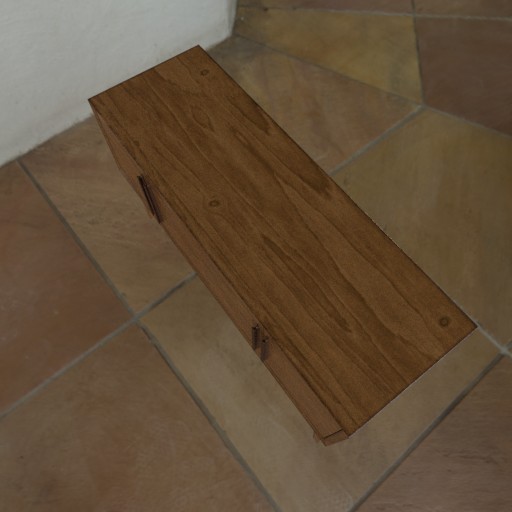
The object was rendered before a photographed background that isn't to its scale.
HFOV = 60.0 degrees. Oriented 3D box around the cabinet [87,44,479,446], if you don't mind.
[{"bbox_3d":[0.000,0.000,1.726,0.477,0.802,1.363,-34,69,-15],"label":"cabinet"}]
